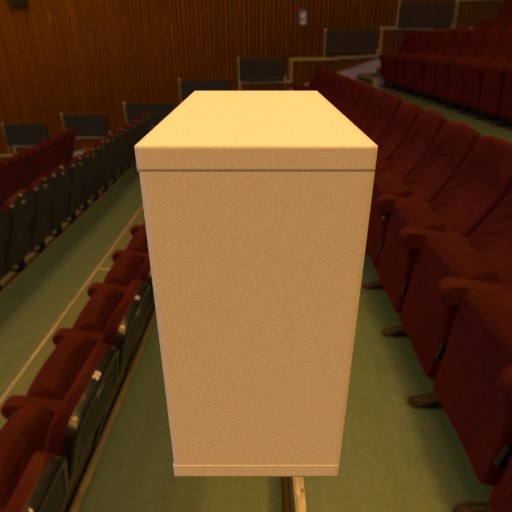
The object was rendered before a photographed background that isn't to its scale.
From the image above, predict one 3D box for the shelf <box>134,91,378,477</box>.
[{"bbox_3d":[0.000,0.000,1.238,0.390,0.786,0.790,0,26,0],"label":"shelf"}]
